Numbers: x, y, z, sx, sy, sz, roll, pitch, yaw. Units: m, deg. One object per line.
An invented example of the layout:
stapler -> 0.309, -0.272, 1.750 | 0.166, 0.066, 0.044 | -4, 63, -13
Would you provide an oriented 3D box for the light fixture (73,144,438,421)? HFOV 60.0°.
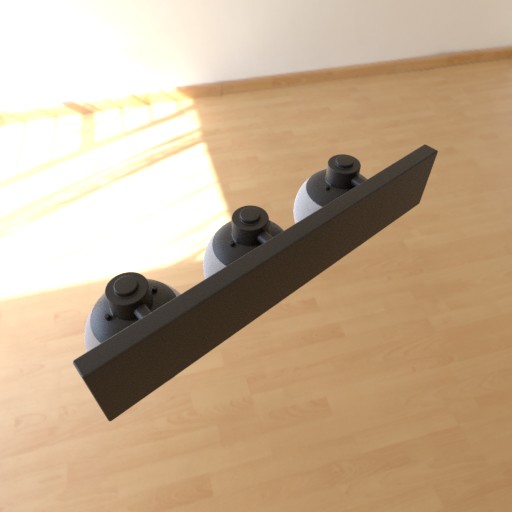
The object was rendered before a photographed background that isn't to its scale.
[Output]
light fixture -> 0.000, 0.000, 0.834 | 0.721, 0.263, 0.218 | -32, 55, -26
